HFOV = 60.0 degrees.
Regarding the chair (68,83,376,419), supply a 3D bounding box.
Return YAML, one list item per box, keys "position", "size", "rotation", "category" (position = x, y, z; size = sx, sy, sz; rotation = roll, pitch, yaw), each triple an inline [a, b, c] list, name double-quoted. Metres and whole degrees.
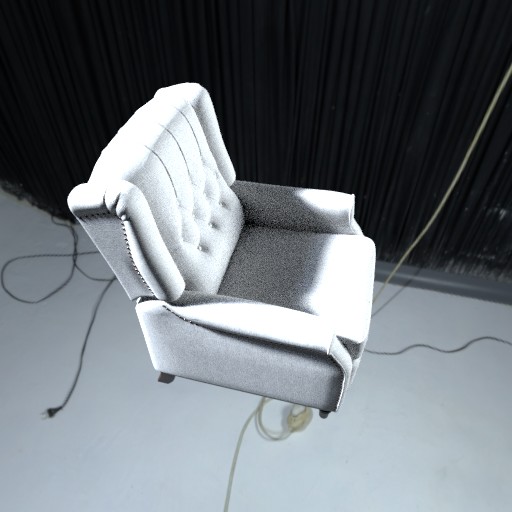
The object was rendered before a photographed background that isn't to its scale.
- position: [0.000, 0.000, 1.654]
  size: [0.902, 1.035, 0.742]
  rotation: [10, 47, 10]
  category: "chair"
